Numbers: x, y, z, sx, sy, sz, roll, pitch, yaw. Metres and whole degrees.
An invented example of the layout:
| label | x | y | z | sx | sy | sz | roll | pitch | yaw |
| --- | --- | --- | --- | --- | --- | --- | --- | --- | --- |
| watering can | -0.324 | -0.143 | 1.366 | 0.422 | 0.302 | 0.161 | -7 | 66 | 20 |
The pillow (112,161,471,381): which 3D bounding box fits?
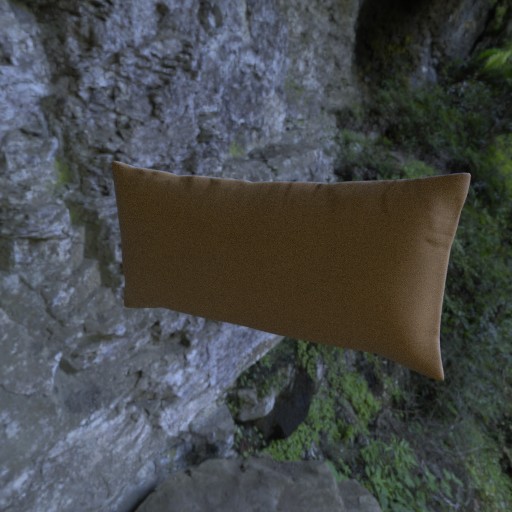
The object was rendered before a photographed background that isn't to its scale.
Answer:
| label | x | y | z | sx | sy | sz | roll | pitch | yaw |
| --- | --- | --- | --- | --- | --- | --- | --- | --- | --- |
| pillow | 0.000 | 0.000 | 0.729 | 0.608 | 0.291 | 0.151 | 8 | 17 | 27 |
